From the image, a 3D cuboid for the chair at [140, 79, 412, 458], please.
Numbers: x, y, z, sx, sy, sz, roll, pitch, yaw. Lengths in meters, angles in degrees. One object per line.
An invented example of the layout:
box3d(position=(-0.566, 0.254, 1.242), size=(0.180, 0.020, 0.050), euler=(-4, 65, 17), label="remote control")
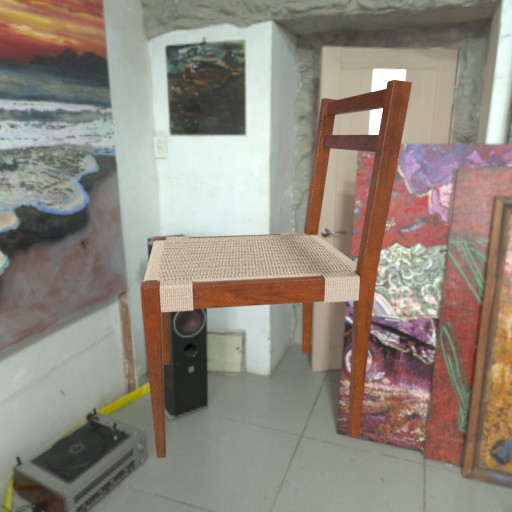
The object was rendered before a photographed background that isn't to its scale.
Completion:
box3d(position=(0.000, 0.000, 1.205), size=(0.569, 0.851, 0.495), euler=(-2, 15, -9), label="chair")
